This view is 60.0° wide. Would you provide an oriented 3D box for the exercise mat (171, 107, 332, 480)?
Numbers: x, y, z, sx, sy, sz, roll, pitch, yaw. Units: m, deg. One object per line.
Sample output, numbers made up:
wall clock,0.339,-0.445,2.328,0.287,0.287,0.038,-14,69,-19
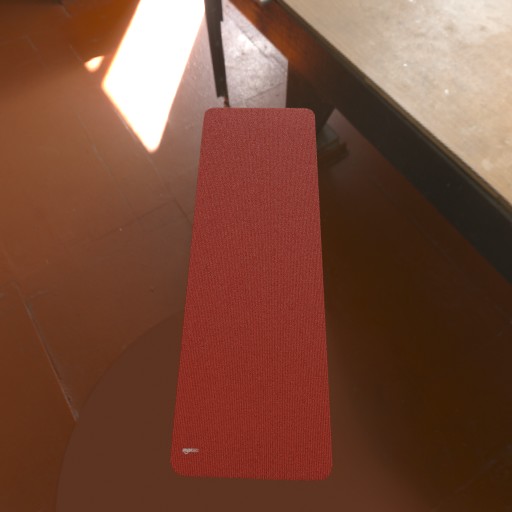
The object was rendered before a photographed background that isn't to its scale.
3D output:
exercise mat,0.000,0.000,2.077,0.616,0.021,1.869,1,63,1
